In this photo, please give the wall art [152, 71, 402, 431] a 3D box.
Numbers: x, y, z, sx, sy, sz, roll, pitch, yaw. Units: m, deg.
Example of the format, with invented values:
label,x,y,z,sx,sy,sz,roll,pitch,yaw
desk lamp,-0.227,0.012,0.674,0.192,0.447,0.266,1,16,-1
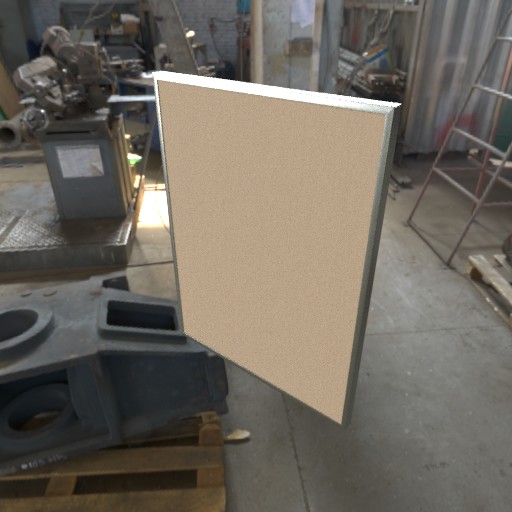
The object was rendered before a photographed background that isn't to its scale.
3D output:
label,x,y,z,sx,sy,sz,roll,pitch,yaw
wall art,0.000,0.000,1.461,0.803,1.062,0.041,22,37,33
